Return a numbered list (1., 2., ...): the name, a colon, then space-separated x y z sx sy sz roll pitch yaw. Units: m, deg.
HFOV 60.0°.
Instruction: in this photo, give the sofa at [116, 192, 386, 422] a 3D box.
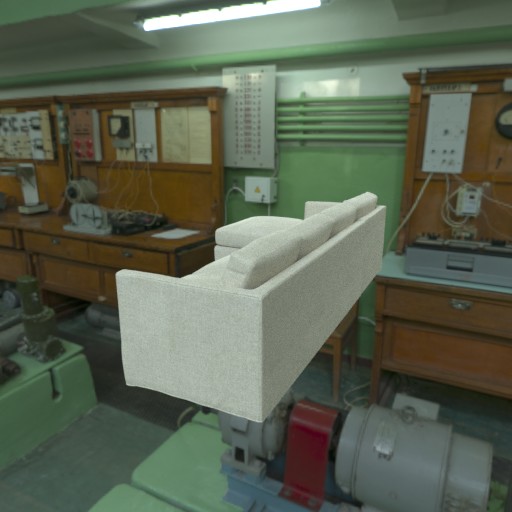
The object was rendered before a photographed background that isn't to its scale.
1. sofa: 0.000 0.000 3.908 1.650 0.922 3.205 7 17 25
